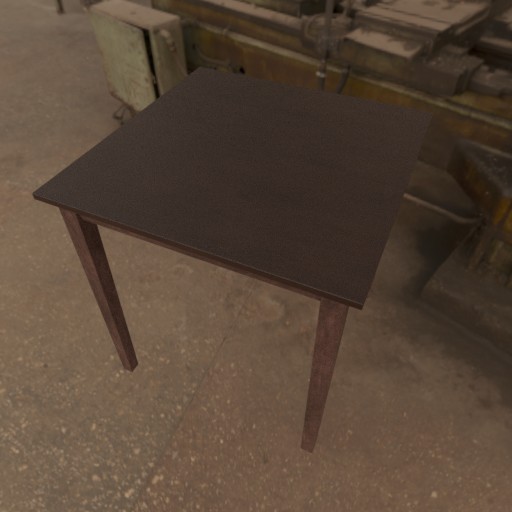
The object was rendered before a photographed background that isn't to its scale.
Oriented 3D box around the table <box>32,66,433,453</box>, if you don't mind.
[{"bbox_3d":[0.000,0.000,1.384,0.749,0.770,0.749,18,48,17],"label":"table"}]
